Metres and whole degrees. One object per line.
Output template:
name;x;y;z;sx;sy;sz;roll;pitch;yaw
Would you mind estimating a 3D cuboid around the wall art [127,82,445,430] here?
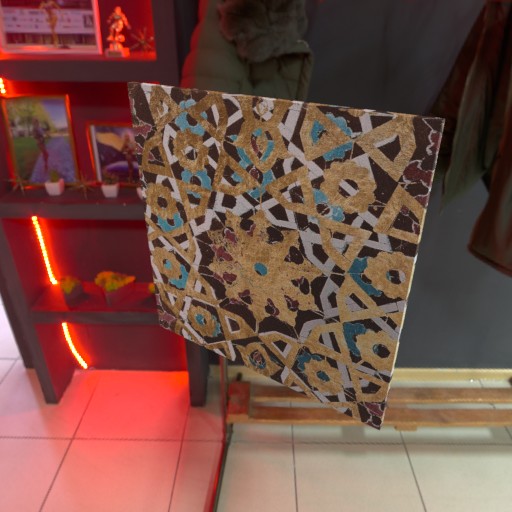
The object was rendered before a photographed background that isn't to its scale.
wall art;0.000;0.000;0.594;0.404;0.406;0.010;18;34;29
